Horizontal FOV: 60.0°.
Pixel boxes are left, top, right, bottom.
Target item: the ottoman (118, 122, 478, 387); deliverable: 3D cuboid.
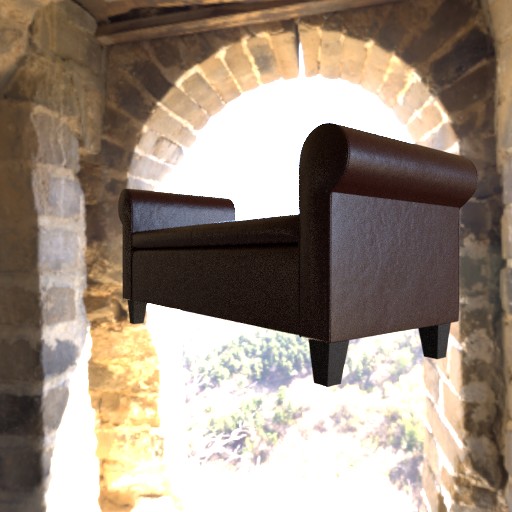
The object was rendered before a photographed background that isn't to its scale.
[{"bbox_3d":[0.000,0.000,1.502,0.521,0.547,1.256,0,0,-37],"label":"ottoman"}]
